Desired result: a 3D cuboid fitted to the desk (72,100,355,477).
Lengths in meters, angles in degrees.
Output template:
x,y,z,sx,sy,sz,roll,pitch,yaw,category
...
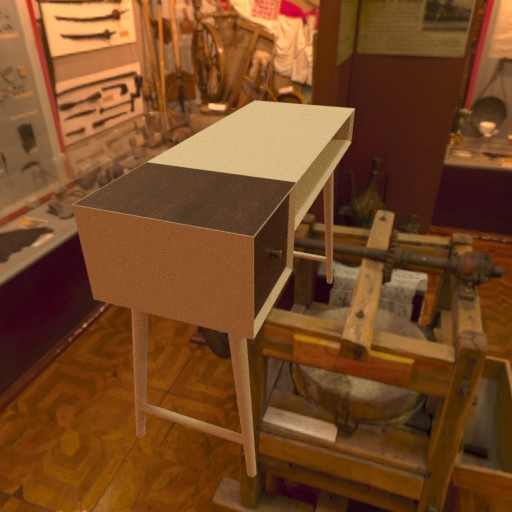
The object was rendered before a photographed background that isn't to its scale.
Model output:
x,y,z,sx,sy,sz,roll,pitch,yaw,category
0.000,0.000,1.473,0.409,0.761,1.069,11,33,17,desk
